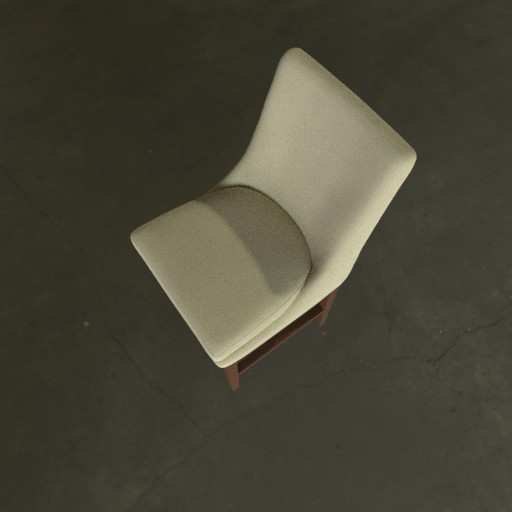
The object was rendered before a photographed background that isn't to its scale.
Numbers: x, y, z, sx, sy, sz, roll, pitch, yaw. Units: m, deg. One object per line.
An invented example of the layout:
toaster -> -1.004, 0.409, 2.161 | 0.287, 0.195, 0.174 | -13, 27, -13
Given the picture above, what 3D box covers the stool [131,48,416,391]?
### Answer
stool -> 0.000, 0.000, 1.346 | 0.577, 0.981, 0.470 | -33, 68, -15
